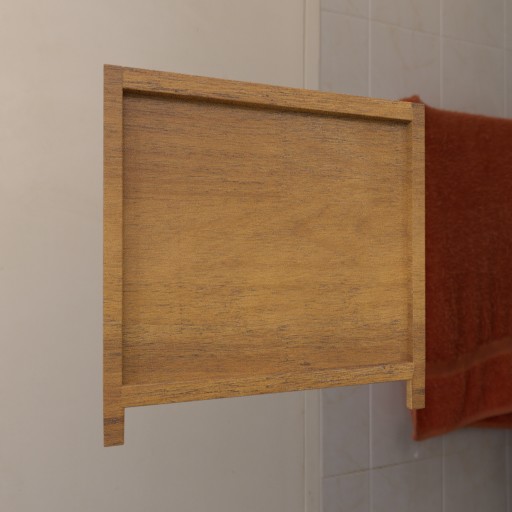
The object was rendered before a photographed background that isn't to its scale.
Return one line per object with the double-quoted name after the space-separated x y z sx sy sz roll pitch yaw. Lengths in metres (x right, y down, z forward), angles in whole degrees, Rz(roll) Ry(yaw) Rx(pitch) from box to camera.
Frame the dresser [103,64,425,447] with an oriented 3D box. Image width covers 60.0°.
0.000 0.000 1.248 0.804 0.804 0.427 0 0 -18 "dresser"
